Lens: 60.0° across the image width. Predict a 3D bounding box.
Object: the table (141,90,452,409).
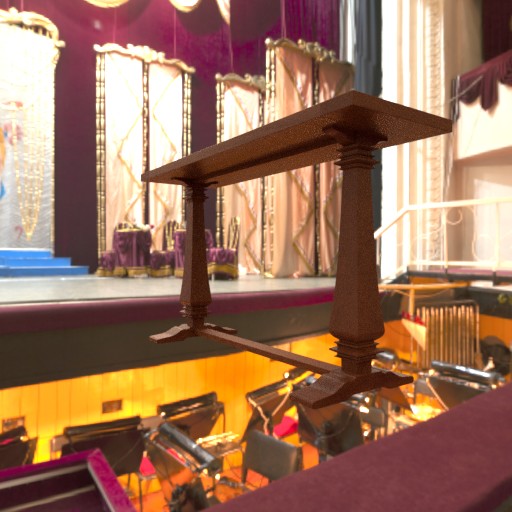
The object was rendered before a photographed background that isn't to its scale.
[{"bbox_3d":[0.000,0.000,1.854,0.461,0.852,1.478,0,0,-35],"label":"table"}]
